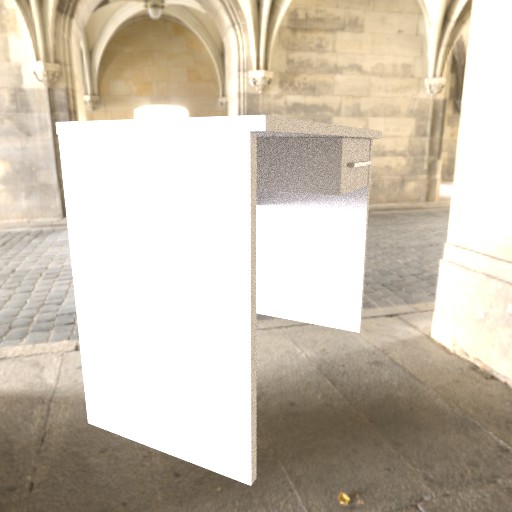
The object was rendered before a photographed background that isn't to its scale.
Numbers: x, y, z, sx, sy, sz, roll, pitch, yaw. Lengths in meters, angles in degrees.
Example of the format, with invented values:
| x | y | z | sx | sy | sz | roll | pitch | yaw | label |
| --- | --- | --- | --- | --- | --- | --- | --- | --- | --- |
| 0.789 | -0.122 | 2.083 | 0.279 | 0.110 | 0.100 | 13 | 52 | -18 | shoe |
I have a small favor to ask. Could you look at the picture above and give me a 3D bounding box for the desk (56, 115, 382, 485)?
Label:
| x | y | z | sx | sy | sz | roll | pitch | yaw | label |
| --- | --- | --- | --- | --- | --- | --- | --- | --- | --- |
| 0.000 | 0.000 | 1.311 | 0.498 | 0.729 | 0.900 | 7 | 16 | 26 | desk |
